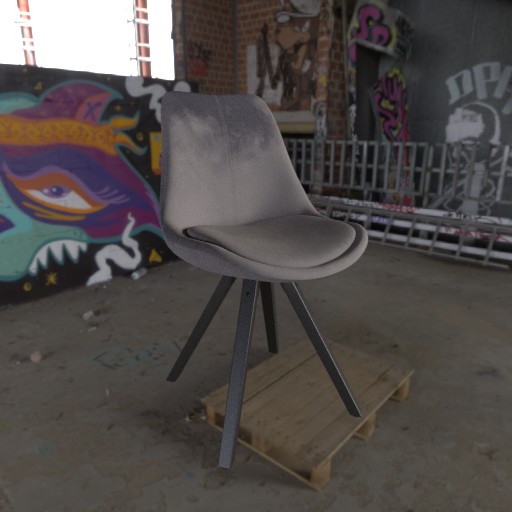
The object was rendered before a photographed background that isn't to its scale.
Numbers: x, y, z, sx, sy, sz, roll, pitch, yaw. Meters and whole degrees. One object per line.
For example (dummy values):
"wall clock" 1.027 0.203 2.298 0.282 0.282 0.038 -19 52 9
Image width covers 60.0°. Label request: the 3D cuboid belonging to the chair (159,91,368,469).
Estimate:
"chair" 0.000 0.000 1.178 0.476 0.850 0.550 -9 18 -28
